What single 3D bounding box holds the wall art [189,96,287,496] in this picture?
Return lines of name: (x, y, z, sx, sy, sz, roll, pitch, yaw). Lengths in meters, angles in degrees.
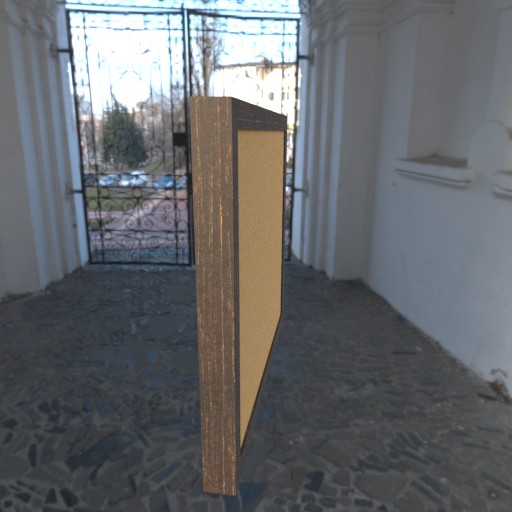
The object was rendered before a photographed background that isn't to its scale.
wall art: (0.000, 0.000, 0.527, 0.031, 0.330, 0.381, 3, 16, 9)
